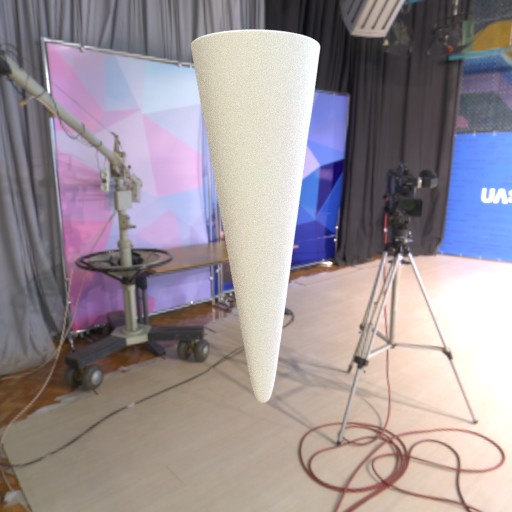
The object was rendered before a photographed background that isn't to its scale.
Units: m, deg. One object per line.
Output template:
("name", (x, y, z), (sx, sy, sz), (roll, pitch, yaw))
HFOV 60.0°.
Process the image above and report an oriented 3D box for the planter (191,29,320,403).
("planter", (0.000, 0.000, 0.223), (0.057, 0.193, 0.064), (2, 14, 10))
